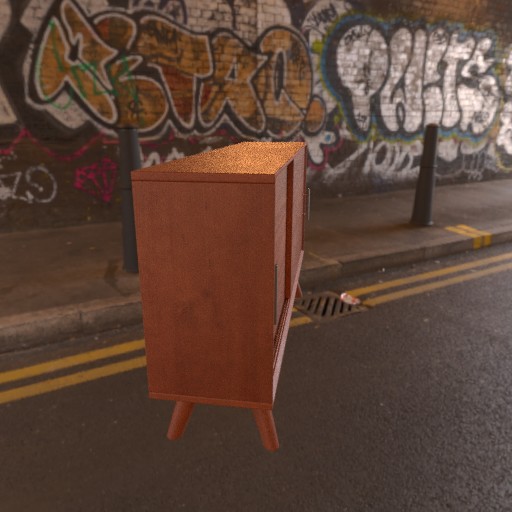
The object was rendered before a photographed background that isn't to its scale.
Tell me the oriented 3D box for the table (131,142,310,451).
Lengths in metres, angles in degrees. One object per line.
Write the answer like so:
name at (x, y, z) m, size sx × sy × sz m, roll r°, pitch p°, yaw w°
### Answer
table at (0.000, 0.000, 1.510) m, size 0.308 × 0.698 × 1.220 m, roll 3°, pitch 17°, yaw 9°
